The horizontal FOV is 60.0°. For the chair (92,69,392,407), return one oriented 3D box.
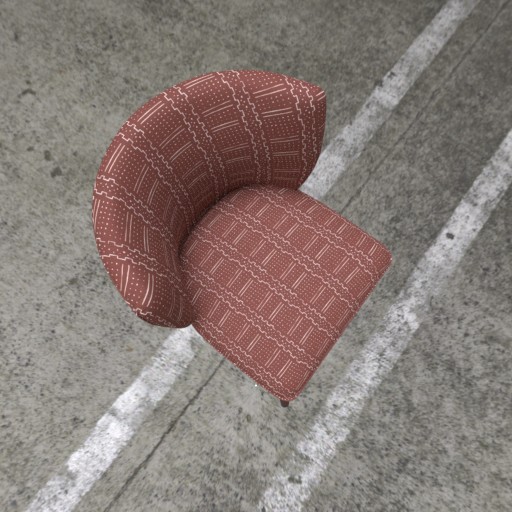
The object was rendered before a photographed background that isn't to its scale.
[{"bbox_3d":[0.000,0.000,1.398,0.758,0.866,0.706,36,77,10],"label":"chair"}]
